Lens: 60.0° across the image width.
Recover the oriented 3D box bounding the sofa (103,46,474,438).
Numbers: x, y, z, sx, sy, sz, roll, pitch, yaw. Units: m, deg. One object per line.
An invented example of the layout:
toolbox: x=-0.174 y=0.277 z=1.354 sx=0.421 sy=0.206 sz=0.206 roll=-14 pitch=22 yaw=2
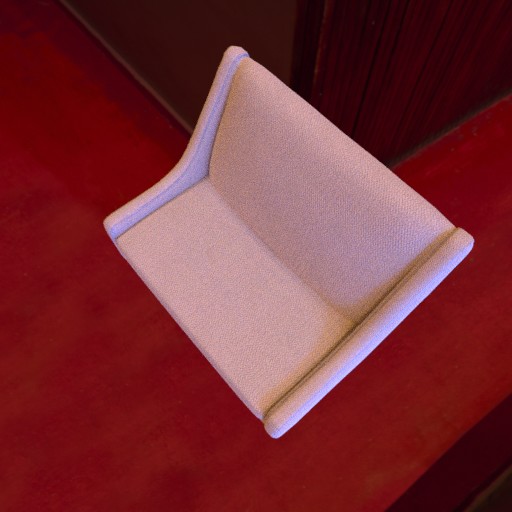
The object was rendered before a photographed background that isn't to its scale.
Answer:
sofa: x=0.000 y=0.000 z=1.952 sx=0.870 sy=1.022 sz=1.242 roll=-38 pitch=70 yaw=-16
